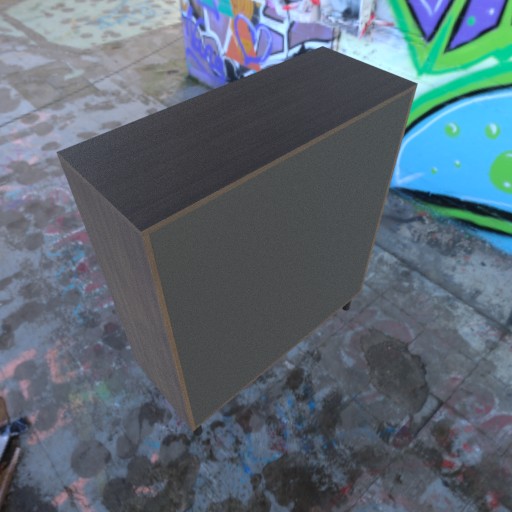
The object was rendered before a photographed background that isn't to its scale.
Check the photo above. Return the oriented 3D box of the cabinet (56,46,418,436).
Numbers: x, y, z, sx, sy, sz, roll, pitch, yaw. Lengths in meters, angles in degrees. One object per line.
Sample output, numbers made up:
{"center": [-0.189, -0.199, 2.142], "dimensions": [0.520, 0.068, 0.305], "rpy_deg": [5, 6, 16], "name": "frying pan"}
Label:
{"center": [0.000, 0.000, 1.684], "dimensions": [1.010, 1.170, 0.400], "rpy_deg": [-33, 55, -28], "name": "cabinet"}
